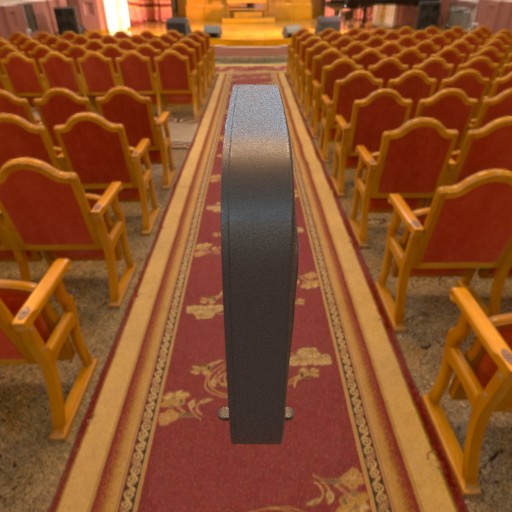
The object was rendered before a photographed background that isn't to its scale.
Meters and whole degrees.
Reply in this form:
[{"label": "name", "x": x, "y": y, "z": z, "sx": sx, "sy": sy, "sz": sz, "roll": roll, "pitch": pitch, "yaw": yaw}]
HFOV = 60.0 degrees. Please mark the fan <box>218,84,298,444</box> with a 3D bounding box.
[{"label": "fan", "x": 0.000, "y": 0.000, "z": 0.793, "sx": 0.142, "sy": 0.533, "sz": 0.526, "roll": 0, "pitch": 32, "yaw": 0}]
